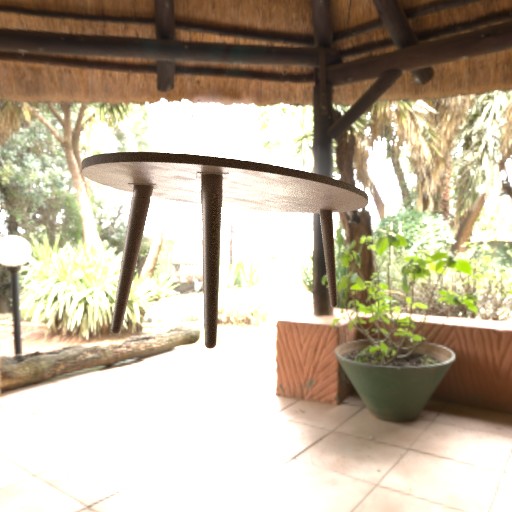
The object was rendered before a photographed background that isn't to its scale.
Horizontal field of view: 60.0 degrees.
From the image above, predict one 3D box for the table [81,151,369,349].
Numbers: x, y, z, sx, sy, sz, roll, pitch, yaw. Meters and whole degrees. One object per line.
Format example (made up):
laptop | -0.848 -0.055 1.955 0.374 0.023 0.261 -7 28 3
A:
table | 0.000 0.000 1.309 0.542 0.390 1.083 0 -1 36
